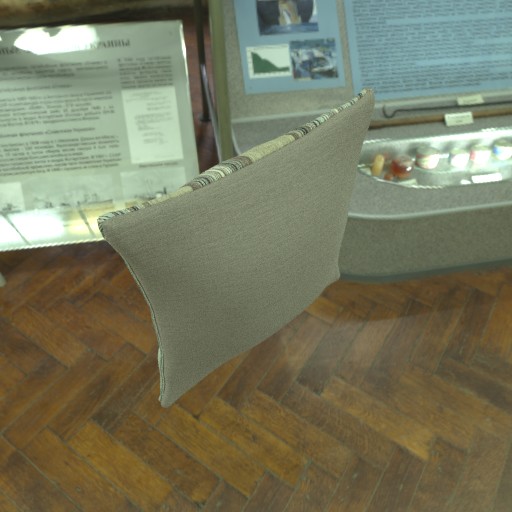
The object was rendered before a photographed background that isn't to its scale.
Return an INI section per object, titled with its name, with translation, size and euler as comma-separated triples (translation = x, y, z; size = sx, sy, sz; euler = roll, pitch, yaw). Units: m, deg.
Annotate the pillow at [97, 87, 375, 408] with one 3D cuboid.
[pillow]
translation = 0.000, 0.000, 0.689
size = 0.435, 0.416, 0.189
euler = -33, 55, -27
